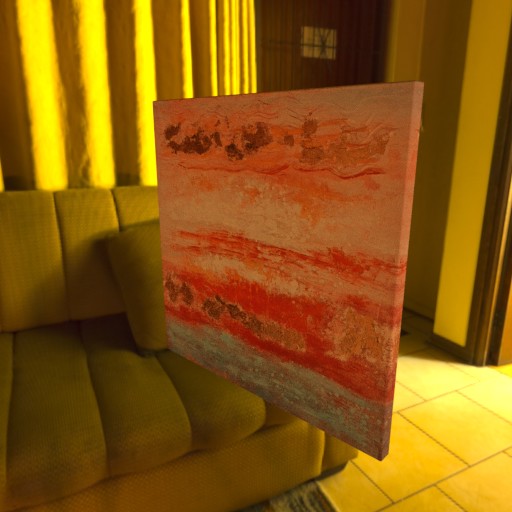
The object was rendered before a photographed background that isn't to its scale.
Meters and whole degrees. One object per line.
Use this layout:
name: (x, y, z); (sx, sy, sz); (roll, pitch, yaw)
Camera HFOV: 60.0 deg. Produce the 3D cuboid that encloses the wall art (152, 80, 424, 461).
wall art: (0.000, 0.000, 1.081); (0.747, 0.747, 0.035); (14, 21, 41)
